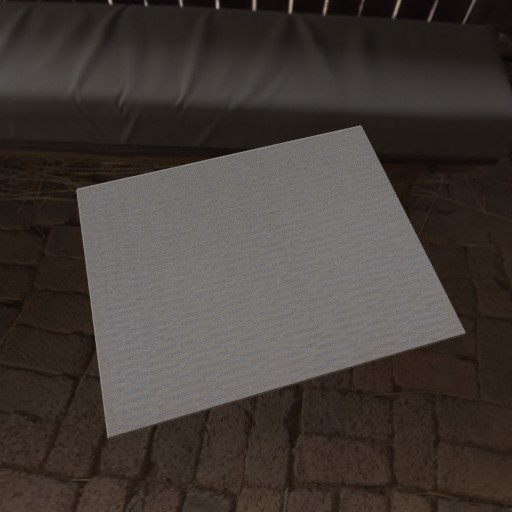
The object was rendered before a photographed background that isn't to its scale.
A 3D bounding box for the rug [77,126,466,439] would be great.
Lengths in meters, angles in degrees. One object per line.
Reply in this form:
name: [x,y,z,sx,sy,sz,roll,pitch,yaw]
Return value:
rug: [0.000,0.000,4.114,3.055,0.021,2.410,-14,65,-7]
